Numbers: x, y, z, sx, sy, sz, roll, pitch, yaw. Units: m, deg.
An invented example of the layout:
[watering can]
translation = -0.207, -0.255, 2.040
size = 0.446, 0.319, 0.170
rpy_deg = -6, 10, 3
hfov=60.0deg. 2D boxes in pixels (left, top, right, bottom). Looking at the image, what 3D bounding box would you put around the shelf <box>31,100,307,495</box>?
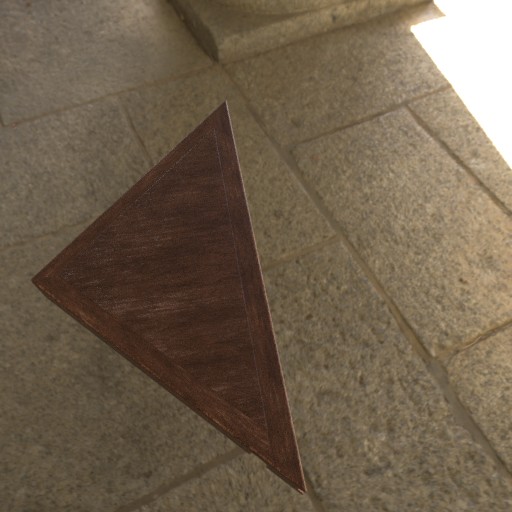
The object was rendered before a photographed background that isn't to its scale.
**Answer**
[shelf]
translation = 0.000, 0.000, 0.435
size = 0.296, 0.035, 0.296
rpy_deg = 31, 64, 17
